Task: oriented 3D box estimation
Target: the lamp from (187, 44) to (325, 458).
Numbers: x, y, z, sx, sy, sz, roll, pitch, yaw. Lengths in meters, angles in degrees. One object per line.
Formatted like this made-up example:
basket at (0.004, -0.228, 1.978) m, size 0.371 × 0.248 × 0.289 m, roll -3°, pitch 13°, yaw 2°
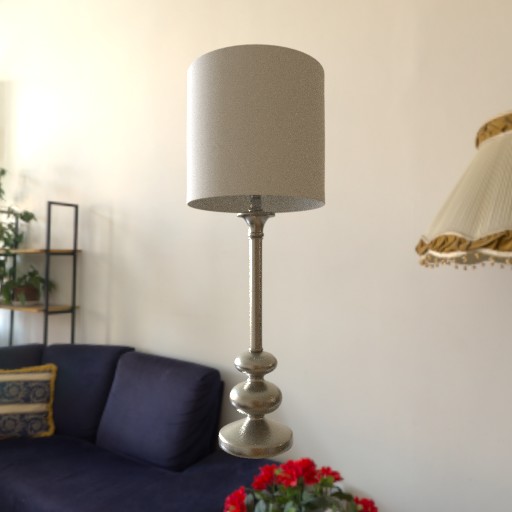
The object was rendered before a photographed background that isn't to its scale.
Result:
lamp at (0.000, 0.000, 0.822) m, size 0.254 × 0.690 × 0.254 m, roll 0°, pitch -1°, yaw 0°
